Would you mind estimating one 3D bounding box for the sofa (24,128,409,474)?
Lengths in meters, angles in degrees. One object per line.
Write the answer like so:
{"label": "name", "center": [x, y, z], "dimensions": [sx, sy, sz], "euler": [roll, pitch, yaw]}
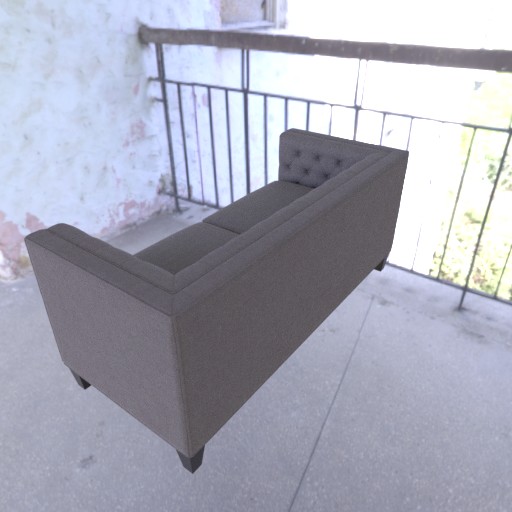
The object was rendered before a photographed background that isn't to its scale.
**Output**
{"label": "sofa", "center": [0.000, 0.000, 2.196], "dimensions": [0.775, 0.762, 1.778], "euler": [21, 37, 31]}
